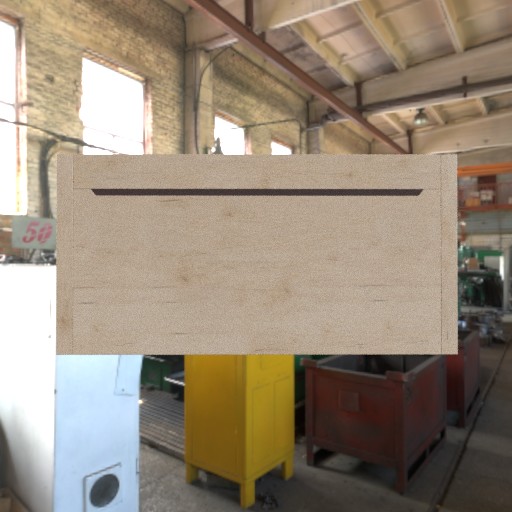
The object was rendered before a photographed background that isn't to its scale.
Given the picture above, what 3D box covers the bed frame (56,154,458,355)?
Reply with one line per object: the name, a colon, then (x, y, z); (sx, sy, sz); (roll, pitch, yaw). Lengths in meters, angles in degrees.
bed frame: (0.000, 0.000, 3.028); (1.800, 0.900, 2.080); (0, 0, 0)
